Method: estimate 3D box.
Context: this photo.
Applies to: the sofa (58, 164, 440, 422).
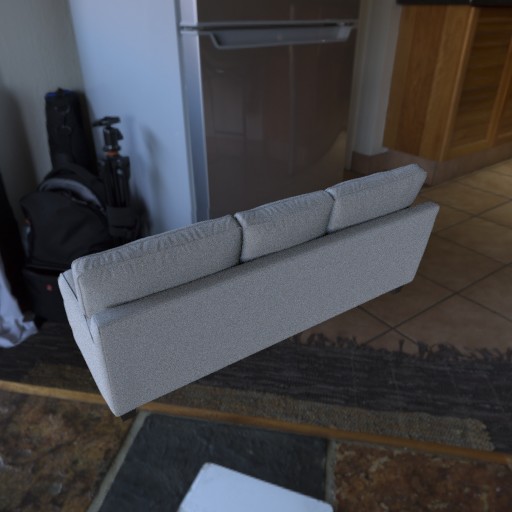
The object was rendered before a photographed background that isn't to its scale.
[{"bbox_3d":[0.000,0.000,2.907,2.323,0.997,1.016,-19,35,-28],"label":"sofa"}]
